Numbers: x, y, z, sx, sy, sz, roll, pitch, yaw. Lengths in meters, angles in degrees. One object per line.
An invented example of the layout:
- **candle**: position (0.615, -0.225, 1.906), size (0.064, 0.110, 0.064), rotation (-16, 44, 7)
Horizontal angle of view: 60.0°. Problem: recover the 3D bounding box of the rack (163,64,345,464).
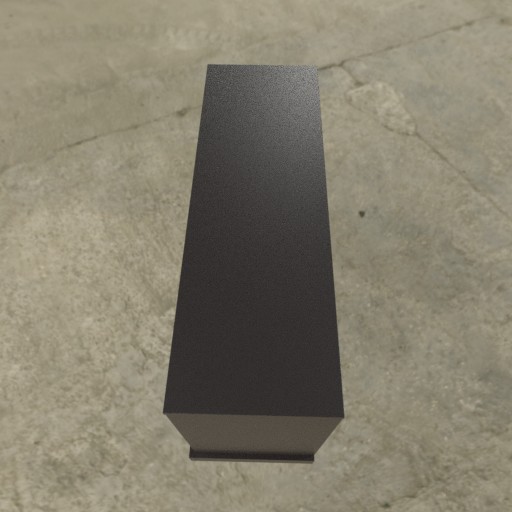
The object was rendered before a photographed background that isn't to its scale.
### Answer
- **rack**: position (0.000, 0.000, 1.508), size (0.399, 0.635, 1.206), rotation (1, 58, 1)
